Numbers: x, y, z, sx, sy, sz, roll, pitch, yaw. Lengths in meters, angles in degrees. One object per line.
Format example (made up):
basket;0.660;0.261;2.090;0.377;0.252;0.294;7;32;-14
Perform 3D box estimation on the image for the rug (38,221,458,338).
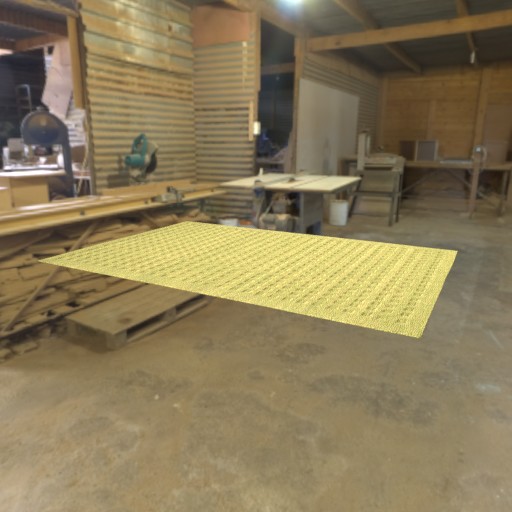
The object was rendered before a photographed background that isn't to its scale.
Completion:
rug;0.000;0.000;2.895;2.297;0.007;1.529;8;17;28
